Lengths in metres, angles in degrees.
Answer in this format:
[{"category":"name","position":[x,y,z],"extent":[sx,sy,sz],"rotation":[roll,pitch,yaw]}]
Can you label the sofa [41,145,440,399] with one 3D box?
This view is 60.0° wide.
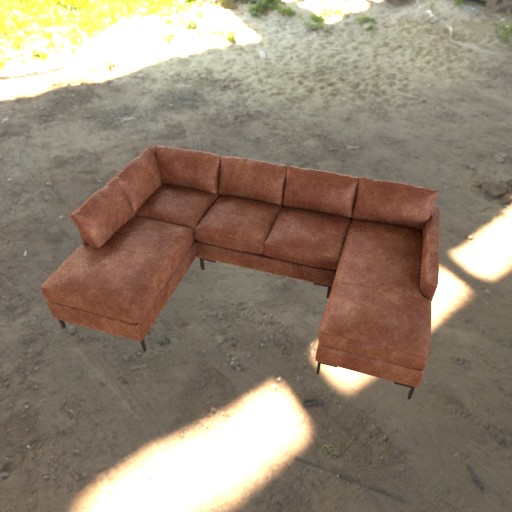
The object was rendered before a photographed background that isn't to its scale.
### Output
[{"category":"sofa","position":[0.000,0.000,3.848],"extent":[2.956,0.900,1.939],"rotation":[12,42,14]}]
